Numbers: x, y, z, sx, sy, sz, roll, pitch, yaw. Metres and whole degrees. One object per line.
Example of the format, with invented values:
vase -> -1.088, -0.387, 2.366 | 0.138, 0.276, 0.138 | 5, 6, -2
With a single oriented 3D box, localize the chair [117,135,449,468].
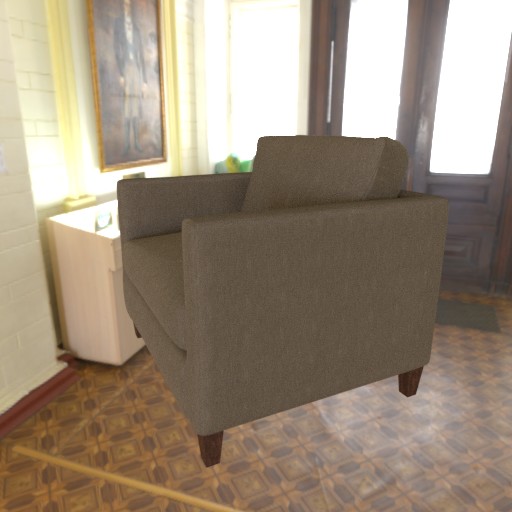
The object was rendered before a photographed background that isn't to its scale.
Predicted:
chair -> 0.000, 0.000, 1.822 | 0.959, 0.963, 1.107 | -8, 18, -25
